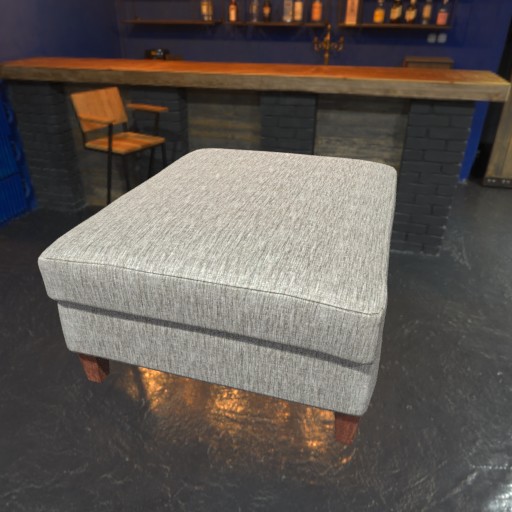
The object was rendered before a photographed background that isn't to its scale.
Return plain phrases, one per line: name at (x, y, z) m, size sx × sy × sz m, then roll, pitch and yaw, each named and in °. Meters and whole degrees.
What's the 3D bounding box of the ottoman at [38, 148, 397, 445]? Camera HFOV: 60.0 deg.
ottoman at (0.000, 0.000, 1.459) m, size 0.839 × 0.492 × 0.994 m, roll 8°, pitch 30°, yaw 15°
